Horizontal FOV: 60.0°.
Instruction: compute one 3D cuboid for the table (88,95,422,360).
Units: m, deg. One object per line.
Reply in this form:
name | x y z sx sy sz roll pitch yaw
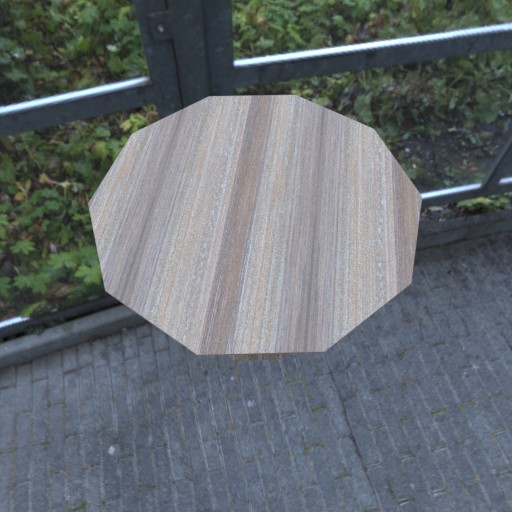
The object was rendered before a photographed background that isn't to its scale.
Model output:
table | 0.000 0.000 1.893 1.186 0.752 1.186 0 58 0
